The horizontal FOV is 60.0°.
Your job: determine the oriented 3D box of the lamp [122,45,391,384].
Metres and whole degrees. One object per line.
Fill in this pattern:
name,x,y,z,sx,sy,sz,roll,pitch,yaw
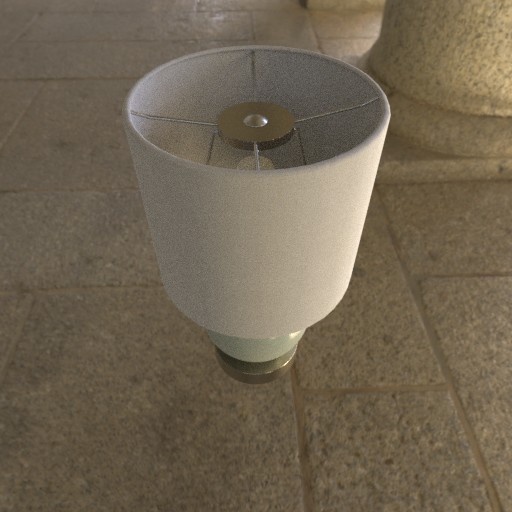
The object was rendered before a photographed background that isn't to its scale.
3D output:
lamp,0.000,0.000,0.465,0.201,0.353,0.201,-24,51,-21
